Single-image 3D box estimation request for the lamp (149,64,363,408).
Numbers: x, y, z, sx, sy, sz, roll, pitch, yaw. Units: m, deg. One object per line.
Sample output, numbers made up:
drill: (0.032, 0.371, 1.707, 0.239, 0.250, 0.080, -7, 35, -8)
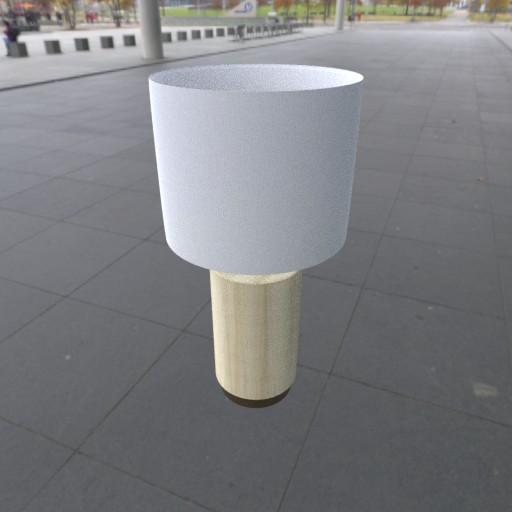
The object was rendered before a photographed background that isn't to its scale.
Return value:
lamp: (0.000, 0.000, 0.583, 0.228, 0.444, 0.228, 20, 35, 32)
